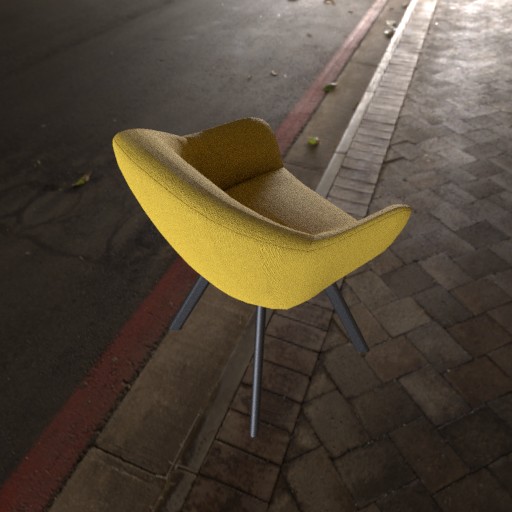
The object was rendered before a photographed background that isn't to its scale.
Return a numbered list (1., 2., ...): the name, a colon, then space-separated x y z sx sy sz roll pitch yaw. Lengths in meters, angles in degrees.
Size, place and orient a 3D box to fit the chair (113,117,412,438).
1. chair: 0.000 0.000 1.158 0.565 0.775 0.545 -26 48 -26
